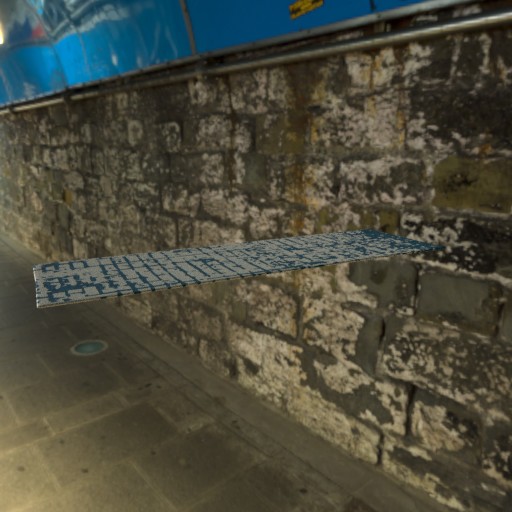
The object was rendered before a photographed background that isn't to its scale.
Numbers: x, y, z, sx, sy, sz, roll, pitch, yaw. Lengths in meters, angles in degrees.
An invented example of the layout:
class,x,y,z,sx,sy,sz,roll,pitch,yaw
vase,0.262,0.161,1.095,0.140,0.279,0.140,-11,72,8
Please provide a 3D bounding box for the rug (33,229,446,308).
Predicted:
class,x,y,z,sx,sy,sz,roll,pitch,yaw
rug,0.000,0.000,2.710,2.435,0.011,0.750,-7,16,-26
